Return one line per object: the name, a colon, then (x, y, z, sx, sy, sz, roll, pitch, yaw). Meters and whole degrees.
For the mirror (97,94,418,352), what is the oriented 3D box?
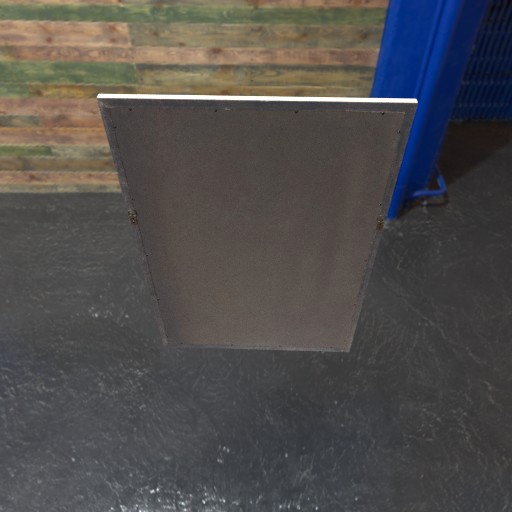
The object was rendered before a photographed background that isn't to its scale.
mirror: (0.000, 0.000, 1.333, 0.705, 0.996, 0.025, 1, 46, 1)
